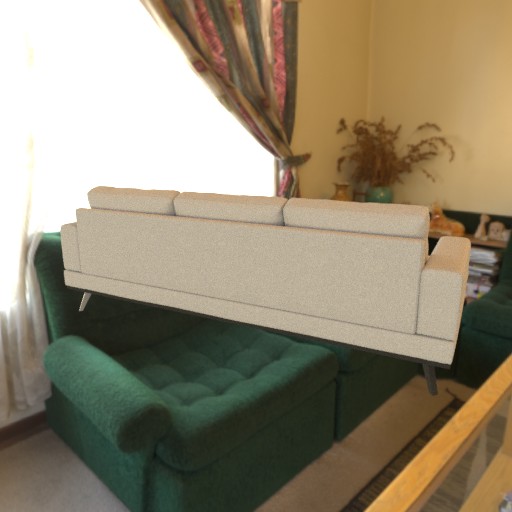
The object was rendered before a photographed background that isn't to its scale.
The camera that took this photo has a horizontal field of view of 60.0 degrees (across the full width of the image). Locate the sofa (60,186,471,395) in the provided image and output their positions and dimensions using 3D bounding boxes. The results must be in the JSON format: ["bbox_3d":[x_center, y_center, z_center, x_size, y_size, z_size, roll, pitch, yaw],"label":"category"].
[{"bbox_3d":[0.000,0.000,2.679,2.310,0.810,0.920,7,16,26],"label":"sofa"}]
